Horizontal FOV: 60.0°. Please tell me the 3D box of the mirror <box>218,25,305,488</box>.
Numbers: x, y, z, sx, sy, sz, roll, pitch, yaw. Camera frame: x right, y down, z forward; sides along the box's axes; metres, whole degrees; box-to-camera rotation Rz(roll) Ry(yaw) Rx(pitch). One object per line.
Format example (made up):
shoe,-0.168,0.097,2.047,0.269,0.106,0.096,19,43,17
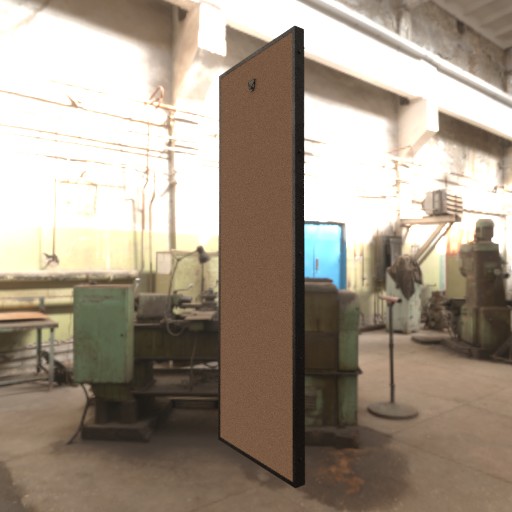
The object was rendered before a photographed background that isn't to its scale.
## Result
mirror,0.000,0.000,1.176,0.042,1.080,0.354,1,-1,-35
